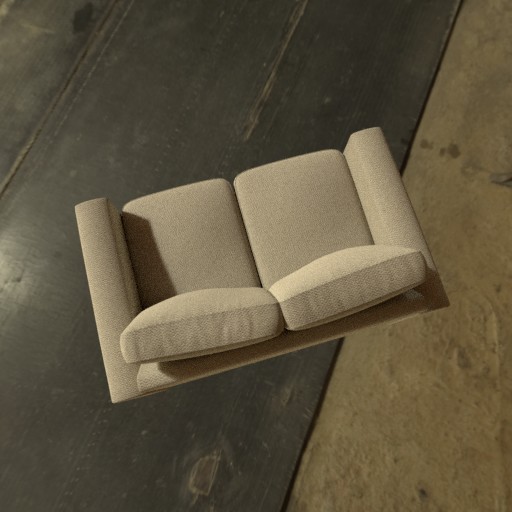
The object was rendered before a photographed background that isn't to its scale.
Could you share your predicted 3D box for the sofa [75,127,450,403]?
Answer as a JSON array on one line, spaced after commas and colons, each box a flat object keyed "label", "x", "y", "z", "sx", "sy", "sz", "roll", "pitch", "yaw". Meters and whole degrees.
[{"label": "sofa", "x": 0.000, "y": 0.000, "z": 2.247, "sx": 1.616, "sy": 0.873, "sz": 1.016, "roll": -15, "pitch": 76, "yaw": -4}]
